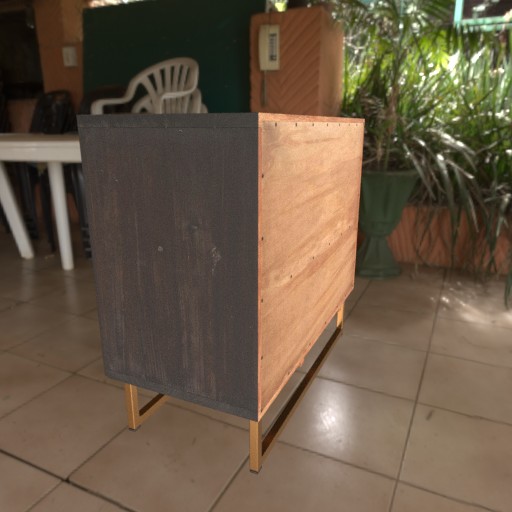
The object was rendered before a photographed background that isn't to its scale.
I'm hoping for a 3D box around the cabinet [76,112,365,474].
[{"bbox_3d":[0.000,0.000,1.440,0.451,0.860,0.950,7,18,24],"label":"cabinet"}]
